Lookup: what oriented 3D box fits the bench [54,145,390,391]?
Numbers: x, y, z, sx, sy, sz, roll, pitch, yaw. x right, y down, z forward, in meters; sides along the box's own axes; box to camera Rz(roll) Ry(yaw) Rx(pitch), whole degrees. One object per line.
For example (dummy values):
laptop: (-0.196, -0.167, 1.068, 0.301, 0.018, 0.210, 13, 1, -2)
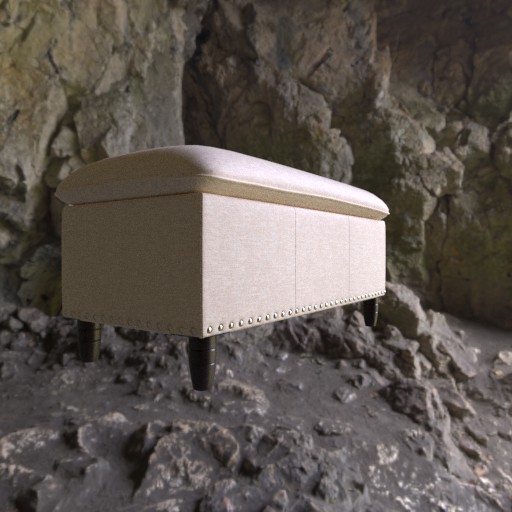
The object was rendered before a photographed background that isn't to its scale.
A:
bench: (0.000, 0.000, 1.269, 0.483, 0.483, 0.991, 0, 1, 36)
